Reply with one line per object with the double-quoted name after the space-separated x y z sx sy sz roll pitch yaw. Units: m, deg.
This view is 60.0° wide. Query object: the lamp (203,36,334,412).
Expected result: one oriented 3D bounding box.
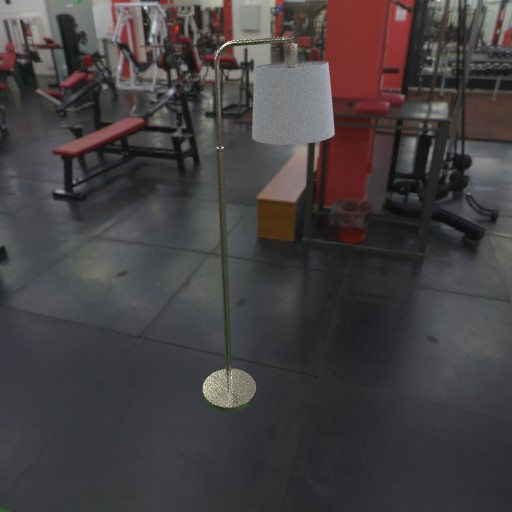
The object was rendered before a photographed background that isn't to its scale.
0.000 0.000 1.659 0.508 1.478 0.254 10 30 18 "lamp"
